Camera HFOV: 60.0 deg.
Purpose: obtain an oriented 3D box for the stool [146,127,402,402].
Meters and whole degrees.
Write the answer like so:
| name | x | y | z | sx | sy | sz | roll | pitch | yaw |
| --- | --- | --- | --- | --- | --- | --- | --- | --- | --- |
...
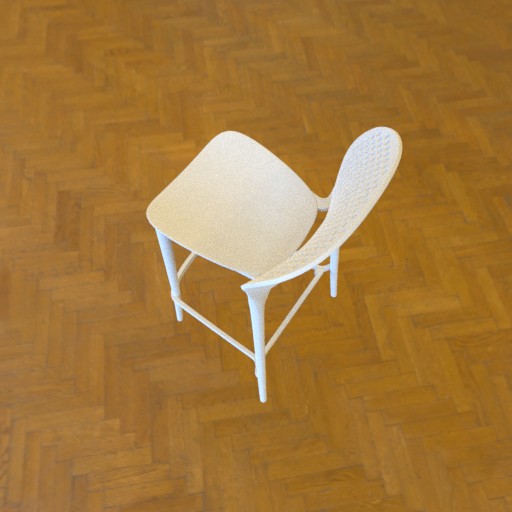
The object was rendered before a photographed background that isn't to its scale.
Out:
| name | x | y | z | sx | sy | sz | roll | pitch | yaw |
| --- | --- | --- | --- | --- | --- | --- | --- | --- | --- |
| stool | 0.000 | 0.000 | 1.337 | 0.535 | 1.045 | 0.536 | 32 | 67 | 15 |
